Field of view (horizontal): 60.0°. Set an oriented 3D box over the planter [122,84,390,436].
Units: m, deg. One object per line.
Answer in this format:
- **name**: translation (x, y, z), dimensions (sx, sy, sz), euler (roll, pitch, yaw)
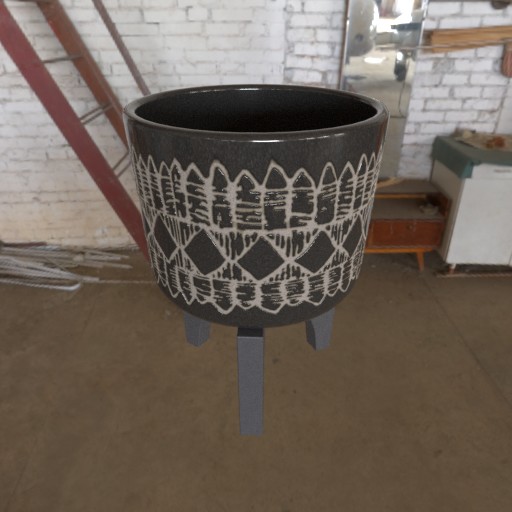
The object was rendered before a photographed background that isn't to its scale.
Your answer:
- **planter**: translation (0.000, 0.000, 0.398), dimensions (0.196, 0.264, 0.196), euler (17, 34, 28)
